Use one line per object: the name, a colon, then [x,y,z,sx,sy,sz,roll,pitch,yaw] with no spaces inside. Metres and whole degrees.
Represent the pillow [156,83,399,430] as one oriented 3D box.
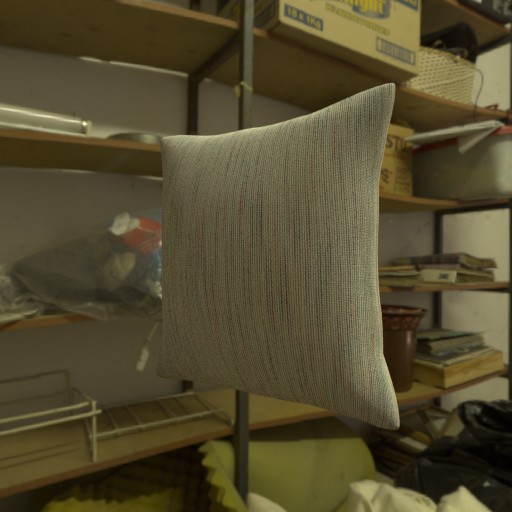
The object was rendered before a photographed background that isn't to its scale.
pillow: [0.000,0.000,0.791,0.512,0.506,0.178,-1,-1,36]
